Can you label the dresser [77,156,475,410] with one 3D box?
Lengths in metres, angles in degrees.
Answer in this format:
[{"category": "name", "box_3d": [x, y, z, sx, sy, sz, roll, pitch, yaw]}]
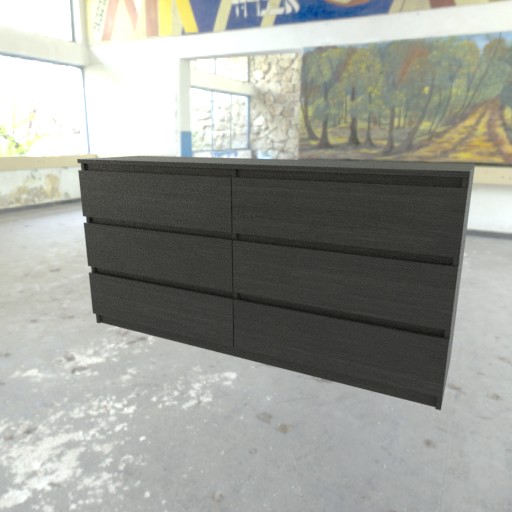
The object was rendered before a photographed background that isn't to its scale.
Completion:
[{"category": "dresser", "box_3d": [0.000, 0.000, 1.899, 1.590, 0.795, 0.400, 8, 17, 26]}]
